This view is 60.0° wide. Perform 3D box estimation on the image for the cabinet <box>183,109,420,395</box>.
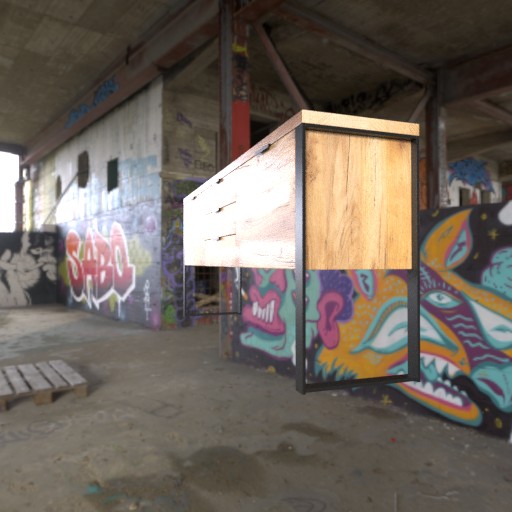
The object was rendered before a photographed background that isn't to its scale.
[{"bbox_3d":[0.000,0.000,2.094,0.395,0.762,1.800,0,-1,-19],"label":"cabinet"}]
